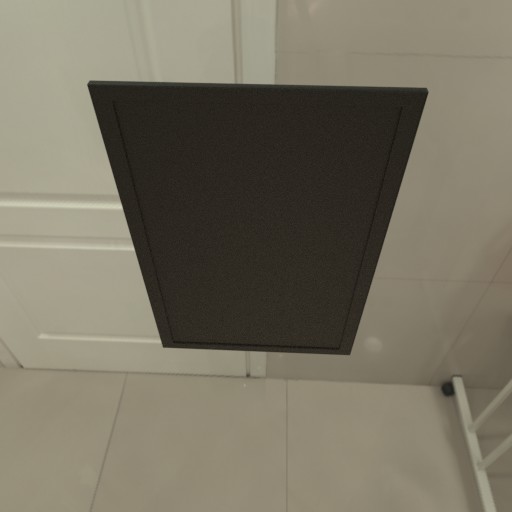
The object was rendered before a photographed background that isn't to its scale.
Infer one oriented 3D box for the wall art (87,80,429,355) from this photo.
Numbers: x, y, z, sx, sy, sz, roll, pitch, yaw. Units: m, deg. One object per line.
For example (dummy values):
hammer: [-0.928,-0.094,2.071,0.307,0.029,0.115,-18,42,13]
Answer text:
wall art: [0.000,0.000,0.830,0.451,0.661,0.012,2,47,2]
